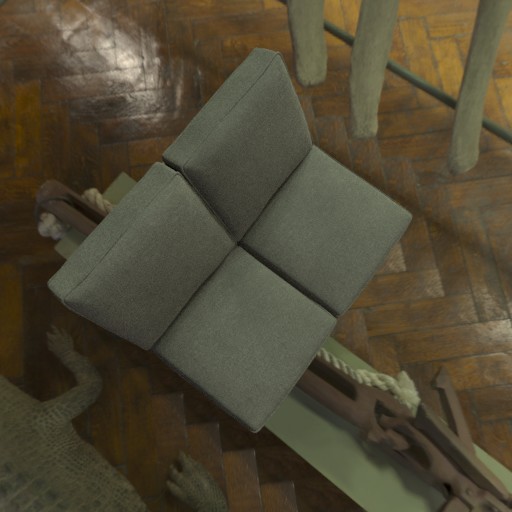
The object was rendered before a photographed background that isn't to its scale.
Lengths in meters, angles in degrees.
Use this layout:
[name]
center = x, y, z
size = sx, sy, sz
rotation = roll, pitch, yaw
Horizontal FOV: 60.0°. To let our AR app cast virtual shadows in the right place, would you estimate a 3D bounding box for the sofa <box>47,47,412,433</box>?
[sofa]
center = 0.000, 0.000, 1.990
size = 0.951, 1.008, 1.237
rotation = 37, 80, 8
